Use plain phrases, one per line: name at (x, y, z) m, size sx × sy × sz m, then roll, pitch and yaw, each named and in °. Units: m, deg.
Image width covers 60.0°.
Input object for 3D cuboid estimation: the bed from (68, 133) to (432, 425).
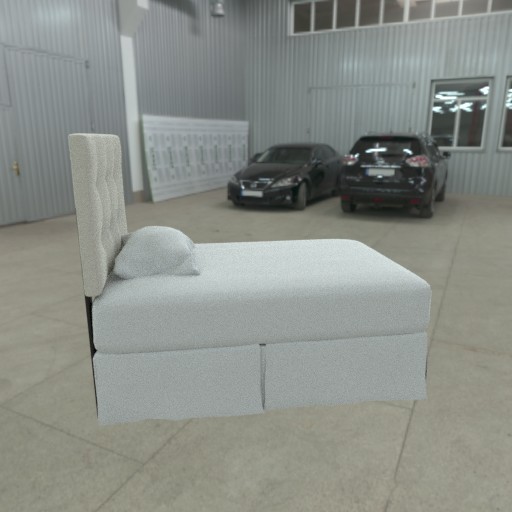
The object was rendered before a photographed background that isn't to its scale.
bed at (0.000, 0.000, 2.961) m, size 1.997 × 1.571 × 1.261 m, roll -2°, pitch 15°, yaw -8°
